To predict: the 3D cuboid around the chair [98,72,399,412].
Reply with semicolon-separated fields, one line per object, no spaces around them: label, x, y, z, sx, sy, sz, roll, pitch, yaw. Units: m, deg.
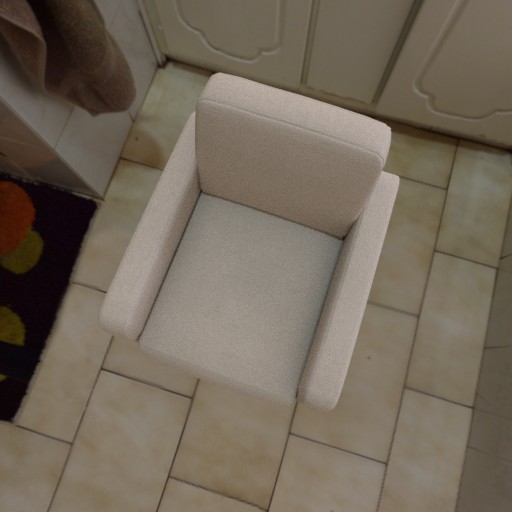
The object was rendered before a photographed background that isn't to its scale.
chair;0.000;0.000;1.510;0.755;0.827;0.888;19;77;4
